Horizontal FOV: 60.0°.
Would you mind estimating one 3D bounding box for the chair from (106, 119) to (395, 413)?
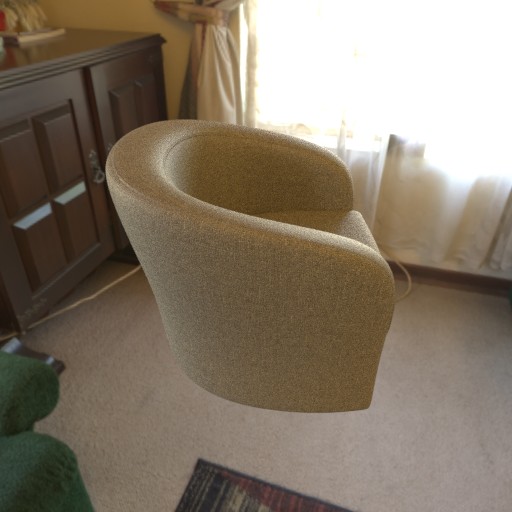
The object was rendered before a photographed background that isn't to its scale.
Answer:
[{"bbox_3d":[0.000,0.000,1.454,0.815,0.771,0.791,1,33,1],"label":"chair"}]
